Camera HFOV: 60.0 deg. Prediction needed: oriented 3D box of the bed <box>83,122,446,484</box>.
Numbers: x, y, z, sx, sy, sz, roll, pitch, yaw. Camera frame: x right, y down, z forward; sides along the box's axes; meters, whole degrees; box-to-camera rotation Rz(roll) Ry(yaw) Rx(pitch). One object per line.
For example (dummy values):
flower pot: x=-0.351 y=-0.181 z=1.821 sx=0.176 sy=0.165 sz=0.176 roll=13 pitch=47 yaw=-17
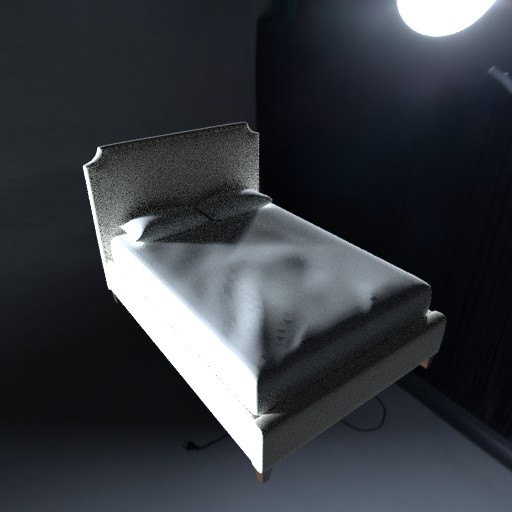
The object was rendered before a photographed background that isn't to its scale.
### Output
bed: x=0.000 y=0.000 z=3.436 sx=1.712 sy=1.443 sz=2.365 roll=-20 pitch=36 yaw=-31
